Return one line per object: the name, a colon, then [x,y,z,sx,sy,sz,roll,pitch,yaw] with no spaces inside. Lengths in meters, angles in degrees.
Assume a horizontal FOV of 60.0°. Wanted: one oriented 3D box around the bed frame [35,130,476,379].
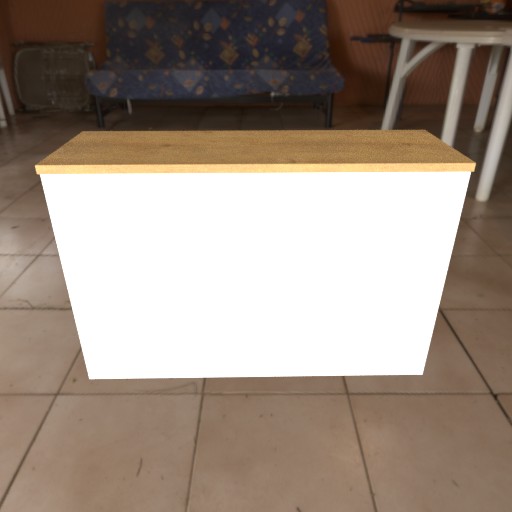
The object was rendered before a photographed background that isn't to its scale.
bed frame: [0.000,0.000,1.696,1.300,0.850,0.430,-1,29,-1]
